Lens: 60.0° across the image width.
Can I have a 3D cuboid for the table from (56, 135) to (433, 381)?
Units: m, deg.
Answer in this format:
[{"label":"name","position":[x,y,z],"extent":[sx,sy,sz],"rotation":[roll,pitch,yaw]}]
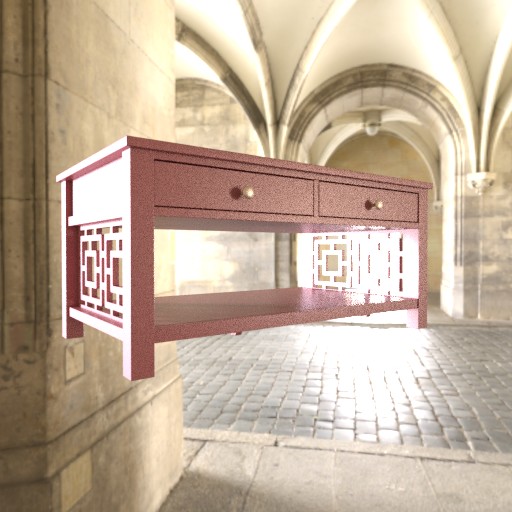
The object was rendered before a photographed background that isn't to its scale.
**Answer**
[{"label":"table","position":[0.000,0.000,1.432],"extent":[1.068,0.493,0.612],"rotation":[-1,1,-36]}]
